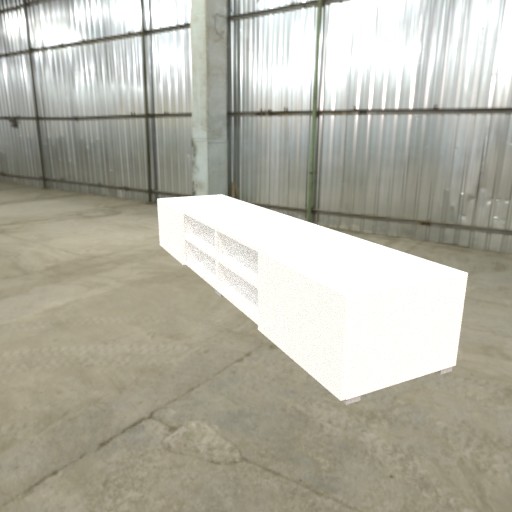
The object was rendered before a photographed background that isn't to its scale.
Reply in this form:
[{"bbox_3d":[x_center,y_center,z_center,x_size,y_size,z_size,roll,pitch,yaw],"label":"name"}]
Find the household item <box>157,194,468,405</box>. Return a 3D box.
[{"bbox_3d":[0.000,0.000,1.997,0.420,0.310,1.850,-7,17,-25],"label":"household item"}]
